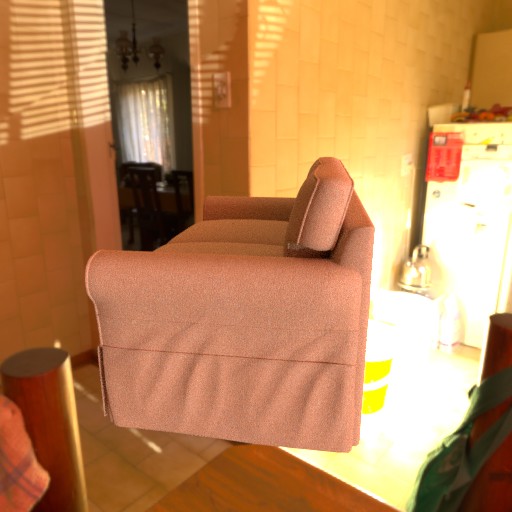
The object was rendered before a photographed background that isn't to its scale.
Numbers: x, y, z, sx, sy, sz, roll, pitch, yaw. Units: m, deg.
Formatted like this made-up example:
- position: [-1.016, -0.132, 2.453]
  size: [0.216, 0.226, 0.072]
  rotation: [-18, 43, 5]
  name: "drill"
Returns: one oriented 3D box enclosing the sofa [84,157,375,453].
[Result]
- position: [0.000, 0.000, 2.272]
  size: [0.991, 0.940, 1.727]
  rotation: [2, 15, 8]
  name: "sofa"
